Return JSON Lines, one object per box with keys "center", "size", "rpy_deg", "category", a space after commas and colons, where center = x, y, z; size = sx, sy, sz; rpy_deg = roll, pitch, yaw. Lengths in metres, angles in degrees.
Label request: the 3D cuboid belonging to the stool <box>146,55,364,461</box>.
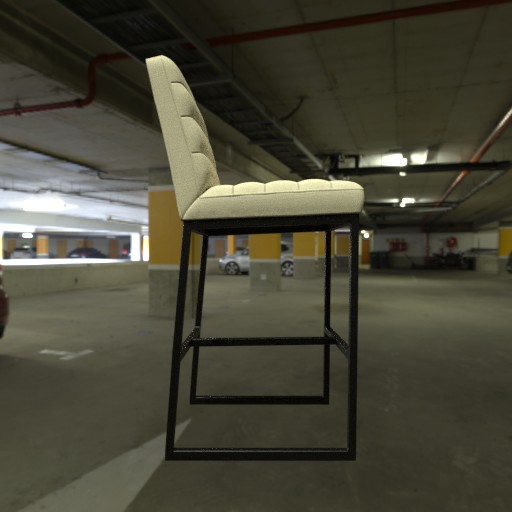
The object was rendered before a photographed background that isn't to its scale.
{"center": [0.000, 0.000, 1.342], "size": [0.560, 1.040, 0.460], "rpy_deg": [0, 0, 0], "category": "stool"}
